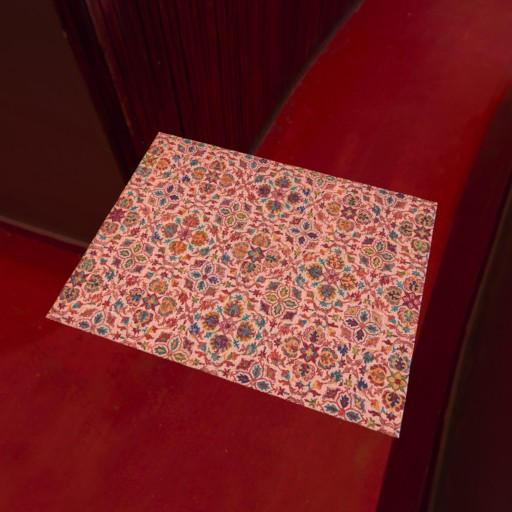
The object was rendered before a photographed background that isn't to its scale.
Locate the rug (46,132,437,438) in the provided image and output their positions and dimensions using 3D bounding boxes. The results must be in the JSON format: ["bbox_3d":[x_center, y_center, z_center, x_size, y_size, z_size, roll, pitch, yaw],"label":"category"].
[{"bbox_3d":[0.000,0.000,4.350,3.215,0.020,2.446,16,61,9],"label":"rug"}]
